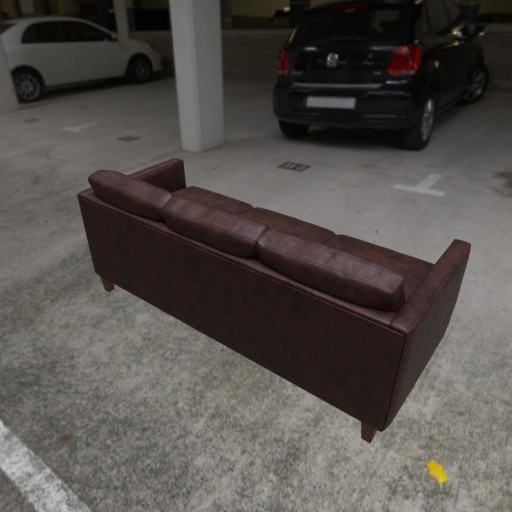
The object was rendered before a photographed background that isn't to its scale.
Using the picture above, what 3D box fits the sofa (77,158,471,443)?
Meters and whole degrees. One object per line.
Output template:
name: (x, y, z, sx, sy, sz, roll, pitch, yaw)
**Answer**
sofa: (0.000, 0.000, 3.028, 2.464, 1.006, 1.045, 22, 38, 31)
